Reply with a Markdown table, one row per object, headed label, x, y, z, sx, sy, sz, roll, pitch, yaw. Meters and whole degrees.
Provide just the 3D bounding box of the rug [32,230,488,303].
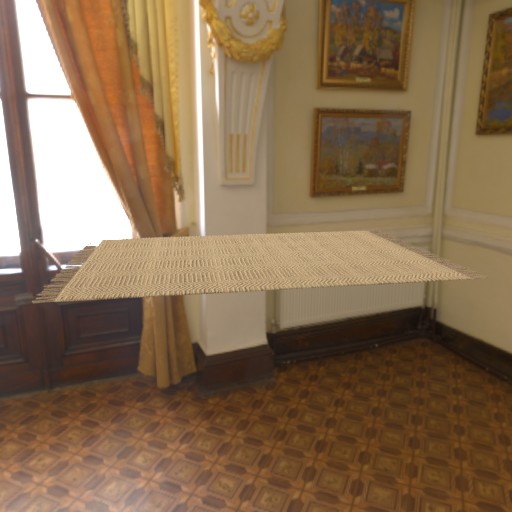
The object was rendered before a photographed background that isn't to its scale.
| label | x | y | z | sx | sy | sz | roll | pitch | yaw |
| --- | --- | --- | --- | --- | --- | --- | --- | --- | --- |
| rug | 0.000 | 0.000 | 2.487 | 2.021 | 0.027 | 1.224 | -2 | 14 | -9 |
